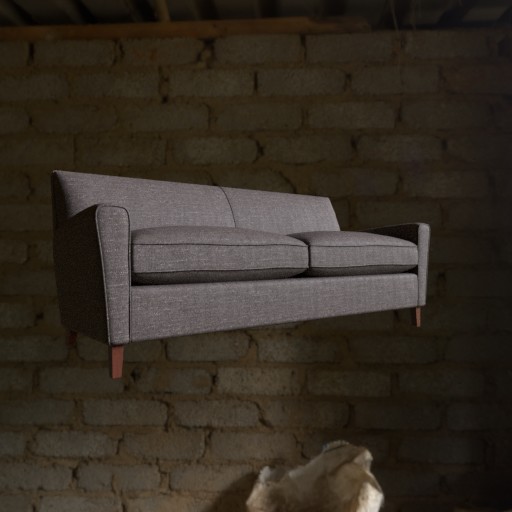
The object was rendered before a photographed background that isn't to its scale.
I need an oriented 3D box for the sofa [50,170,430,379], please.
[{"bbox_3d":[0.000,0.000,2.421,1.976,0.846,0.875,0,1,-36],"label":"sofa"}]
